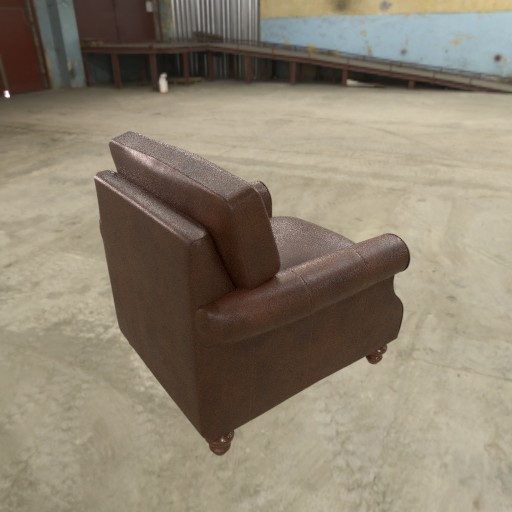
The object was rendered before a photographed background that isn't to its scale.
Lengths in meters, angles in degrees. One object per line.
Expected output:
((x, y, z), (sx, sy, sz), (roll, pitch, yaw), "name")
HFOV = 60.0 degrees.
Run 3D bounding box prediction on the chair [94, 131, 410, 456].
((0.000, 0.000, 1.802), (0.992, 0.972, 0.989), (-18, 32, -32), "chair")
